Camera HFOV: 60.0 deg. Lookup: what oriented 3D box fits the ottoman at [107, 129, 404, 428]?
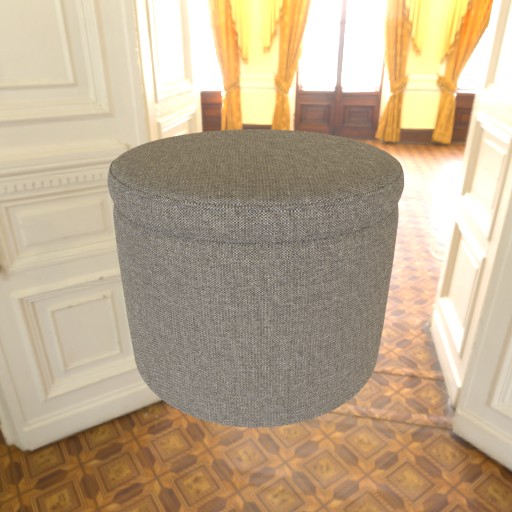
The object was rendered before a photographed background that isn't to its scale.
[{"bbox_3d":[0.000,0.000,0.883,0.520,0.430,0.520,0,26,0],"label":"ottoman"}]
